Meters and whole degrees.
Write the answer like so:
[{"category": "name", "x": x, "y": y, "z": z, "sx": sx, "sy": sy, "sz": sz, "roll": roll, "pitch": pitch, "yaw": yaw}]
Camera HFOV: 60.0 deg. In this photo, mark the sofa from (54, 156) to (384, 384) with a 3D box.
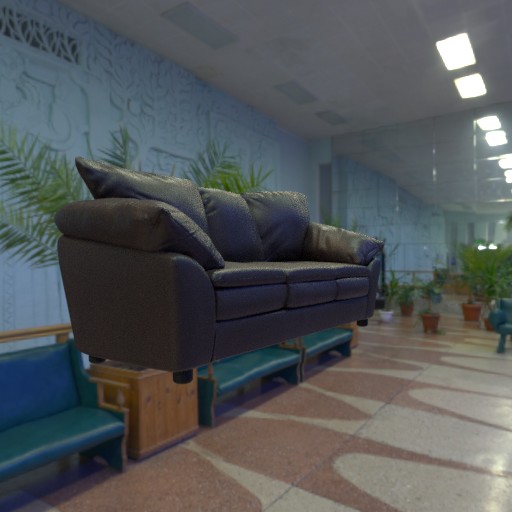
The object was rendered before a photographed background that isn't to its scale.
[{"category": "sofa", "x": 0.000, "y": 0.000, "z": 2.878, "sx": 0.907, "sy": 1.091, "sz": 2.390, "roll": 0, "pitch": 0, "yaw": 36}]
